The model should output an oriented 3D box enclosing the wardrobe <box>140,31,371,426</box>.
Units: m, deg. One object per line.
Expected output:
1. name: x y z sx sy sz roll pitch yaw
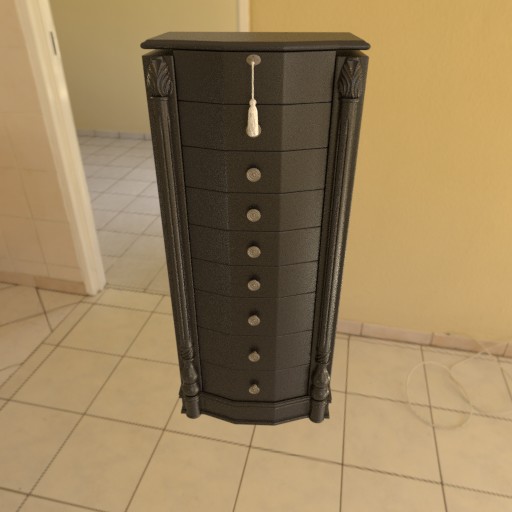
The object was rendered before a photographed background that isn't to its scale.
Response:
1. wardrobe: 0.000 0.000 1.138 0.444 1.011 0.295 1 31 2
